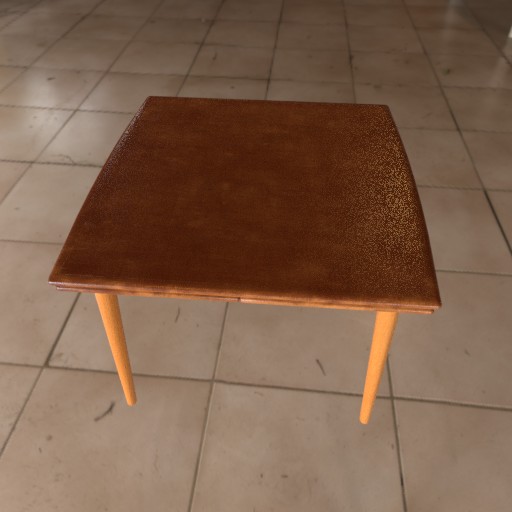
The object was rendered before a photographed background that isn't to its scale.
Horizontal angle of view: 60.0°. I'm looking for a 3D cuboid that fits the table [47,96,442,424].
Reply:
[{"bbox_3d":[0.000,0.000,1.662,0.991,0.754,0.991,3,46,3],"label":"table"}]
